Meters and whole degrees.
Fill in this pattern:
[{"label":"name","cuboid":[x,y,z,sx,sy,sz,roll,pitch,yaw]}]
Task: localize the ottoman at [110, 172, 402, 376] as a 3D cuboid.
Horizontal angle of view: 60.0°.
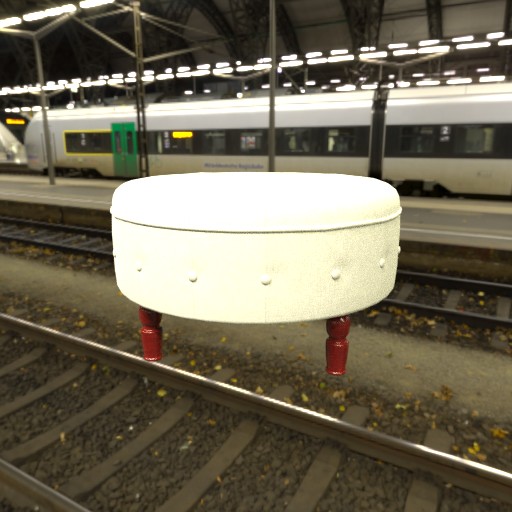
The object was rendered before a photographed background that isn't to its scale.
[{"label":"ottoman","cuboid":[0.000,0.000,1.395,0.850,0.483,0.850,0,14,0]}]
